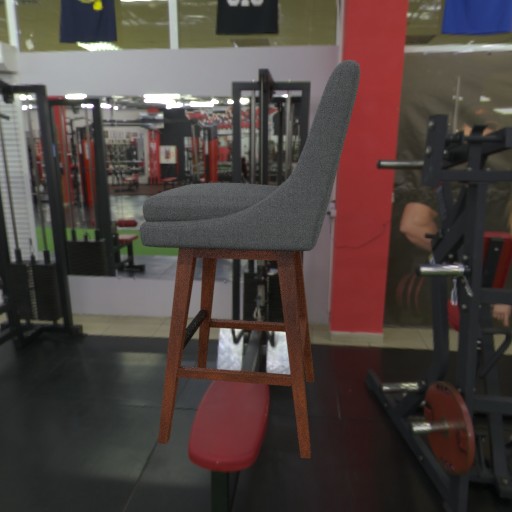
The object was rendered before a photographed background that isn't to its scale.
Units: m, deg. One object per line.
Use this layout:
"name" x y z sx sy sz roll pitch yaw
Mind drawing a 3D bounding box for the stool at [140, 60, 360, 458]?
"stool" 0.000 0.000 1.274 0.524 0.977 0.447 2 14 8
